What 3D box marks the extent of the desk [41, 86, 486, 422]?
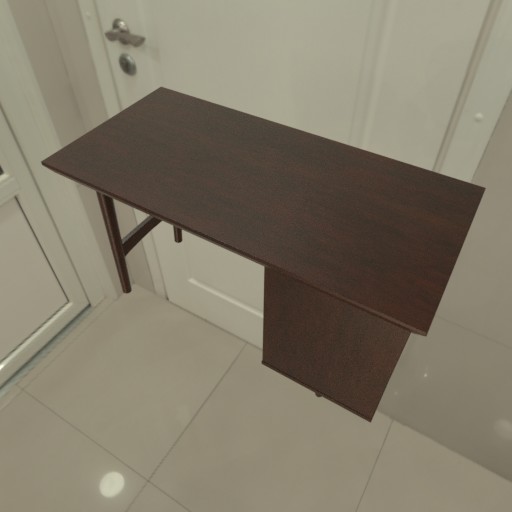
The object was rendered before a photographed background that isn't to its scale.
[{"bbox_3d":[0.000,0.000,1.680,1.277,0.758,0.612,24,51,21],"label":"desk"}]
